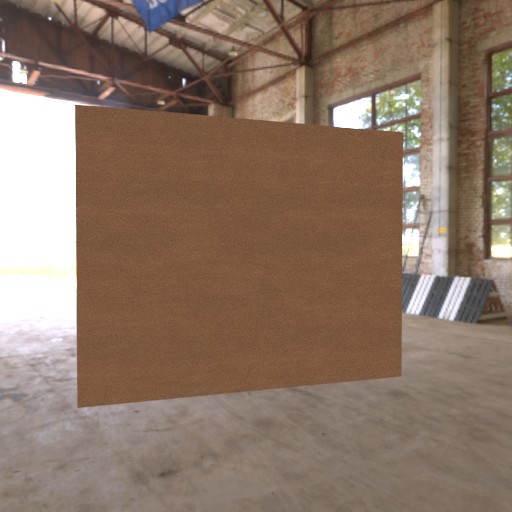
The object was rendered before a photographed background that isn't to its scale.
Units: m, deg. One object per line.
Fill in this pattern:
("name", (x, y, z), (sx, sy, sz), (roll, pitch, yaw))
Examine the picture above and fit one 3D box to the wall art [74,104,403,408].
("wall art", (0.000, 0.000, 0.672), (0.508, 0.408, 0.010), (0, 1, -17))
